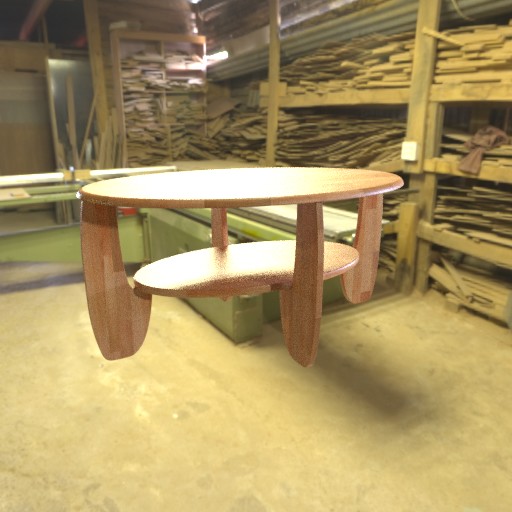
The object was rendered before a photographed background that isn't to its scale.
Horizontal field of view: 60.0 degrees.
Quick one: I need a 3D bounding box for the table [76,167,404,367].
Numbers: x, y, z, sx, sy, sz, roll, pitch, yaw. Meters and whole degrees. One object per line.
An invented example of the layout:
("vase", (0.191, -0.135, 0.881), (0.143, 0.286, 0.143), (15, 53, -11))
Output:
("table", (0.000, 0.000, 1.424), (1.040, 0.490, 0.690), (-9, 19, -27))
